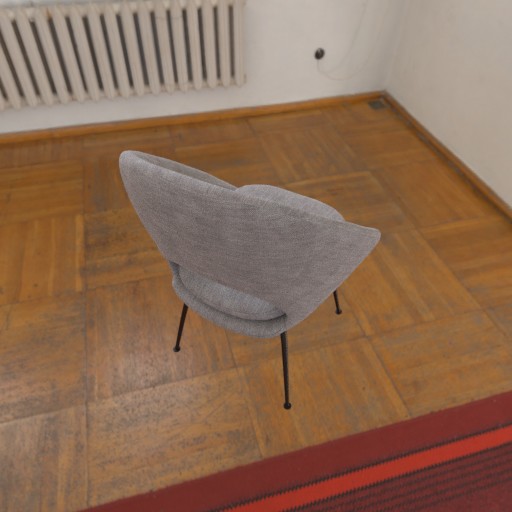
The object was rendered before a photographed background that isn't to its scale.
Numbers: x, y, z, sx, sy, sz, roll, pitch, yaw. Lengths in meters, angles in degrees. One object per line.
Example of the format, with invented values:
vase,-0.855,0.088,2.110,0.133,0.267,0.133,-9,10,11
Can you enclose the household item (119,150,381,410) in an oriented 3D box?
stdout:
household item,0.000,0.000,1.305,0.643,0.869,0.587,22,49,20
